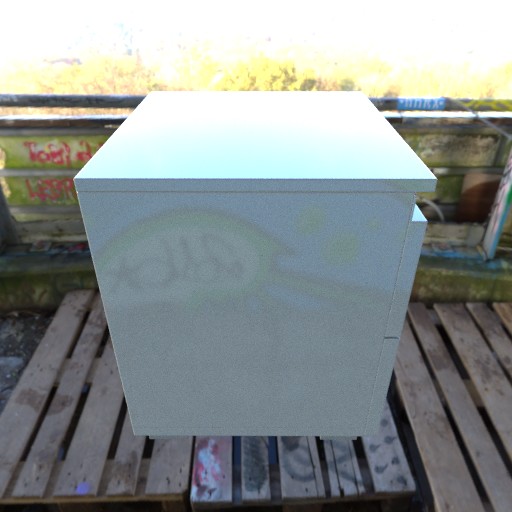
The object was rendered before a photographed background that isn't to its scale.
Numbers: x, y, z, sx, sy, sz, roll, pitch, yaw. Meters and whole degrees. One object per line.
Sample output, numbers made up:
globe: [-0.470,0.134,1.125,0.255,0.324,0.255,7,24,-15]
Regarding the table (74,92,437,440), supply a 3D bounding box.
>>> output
table: [0.000,0.000,0.790,0.400,0.470,0.420,0,33,0]
